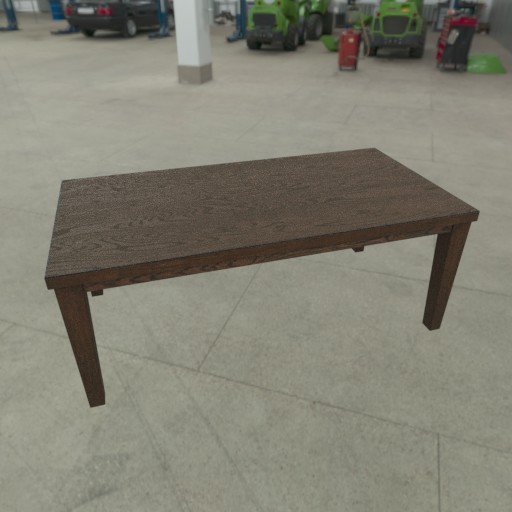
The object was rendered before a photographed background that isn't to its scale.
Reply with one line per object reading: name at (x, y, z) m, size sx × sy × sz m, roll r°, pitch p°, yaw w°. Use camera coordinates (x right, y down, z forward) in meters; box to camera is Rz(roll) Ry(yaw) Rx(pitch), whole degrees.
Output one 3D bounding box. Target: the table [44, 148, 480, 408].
table at (0.000, 0.000, 2.530) m, size 1.981 × 0.762 × 1.016 m, roll -9°, pitch 33°, yaw -14°
